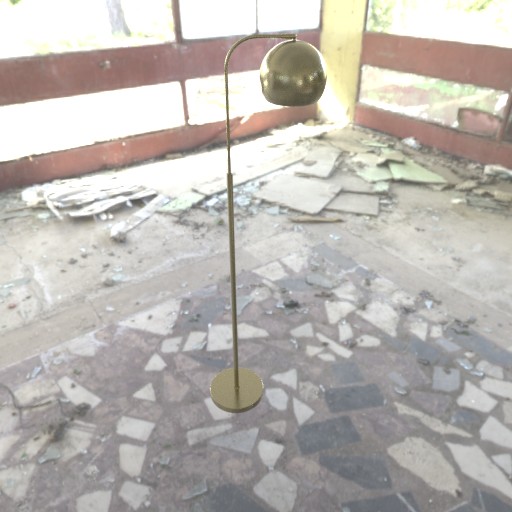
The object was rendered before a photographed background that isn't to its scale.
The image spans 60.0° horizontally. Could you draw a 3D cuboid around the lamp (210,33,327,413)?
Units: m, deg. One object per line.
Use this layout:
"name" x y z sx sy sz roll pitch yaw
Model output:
"lamp" 0.000 0.000 1.694 0.431 1.526 0.250 0 32 0
